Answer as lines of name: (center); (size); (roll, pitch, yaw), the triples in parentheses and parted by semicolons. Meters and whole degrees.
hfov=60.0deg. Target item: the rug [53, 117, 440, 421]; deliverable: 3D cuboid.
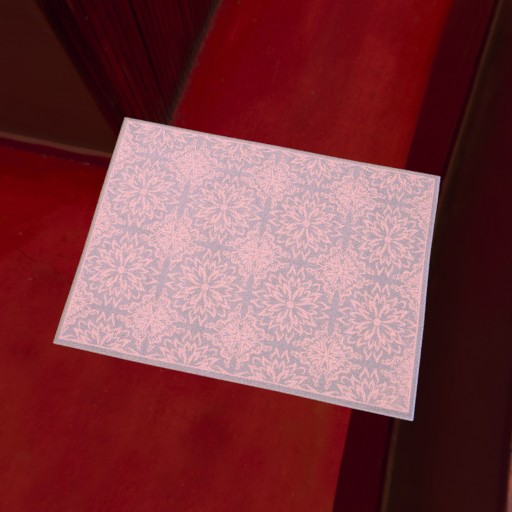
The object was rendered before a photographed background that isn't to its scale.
rug: (0.000, 0.000, 2.846); (2.205, 0.014, 1.589); (11, 76, 3)
